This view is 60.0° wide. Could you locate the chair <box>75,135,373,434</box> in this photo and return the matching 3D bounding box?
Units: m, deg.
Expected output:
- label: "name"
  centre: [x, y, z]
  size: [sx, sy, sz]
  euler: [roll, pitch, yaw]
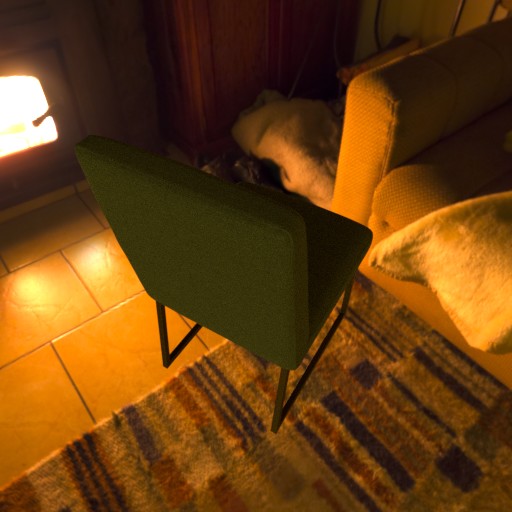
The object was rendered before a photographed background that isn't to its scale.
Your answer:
- label: "chair"
  centre: [0.000, 0.000, 1.310]
  size: [0.520, 0.930, 0.634]
  euler: [24, 51, 21]
